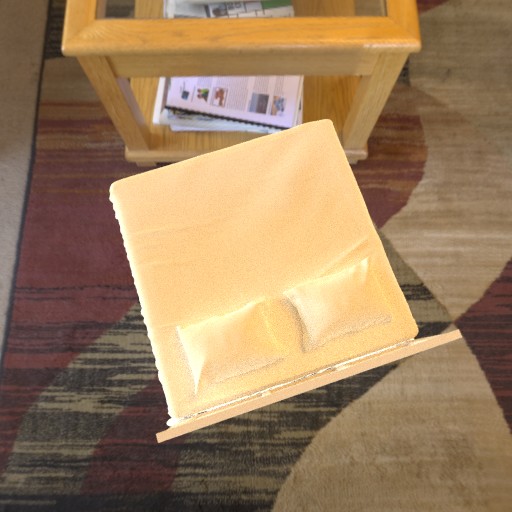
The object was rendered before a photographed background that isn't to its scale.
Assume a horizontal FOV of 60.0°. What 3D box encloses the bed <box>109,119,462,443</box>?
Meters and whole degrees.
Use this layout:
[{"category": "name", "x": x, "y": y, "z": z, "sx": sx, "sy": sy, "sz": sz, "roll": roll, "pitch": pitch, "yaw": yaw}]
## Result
[{"category": "bed", "x": 0.000, "y": 0.000, "z": 3.605, "sx": 2.317, "sy": 1.273, "sz": 2.215, "roll": -18, "pitch": 76, "yaw": -4}]
